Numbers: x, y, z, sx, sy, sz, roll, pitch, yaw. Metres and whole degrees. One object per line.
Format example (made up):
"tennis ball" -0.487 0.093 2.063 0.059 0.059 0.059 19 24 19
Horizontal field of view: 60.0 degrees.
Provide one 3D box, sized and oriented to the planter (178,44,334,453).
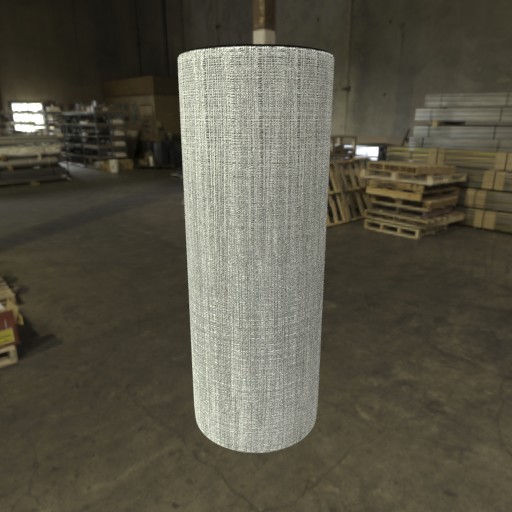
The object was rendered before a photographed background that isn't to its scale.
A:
"planter" 0.000 0.000 0.326 0.100 0.270 0.100 -16 23 -41
